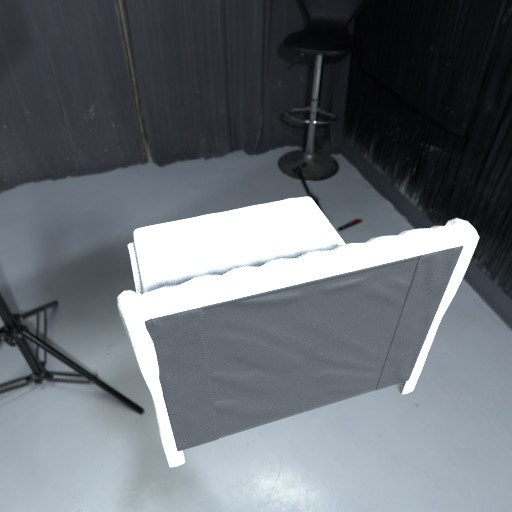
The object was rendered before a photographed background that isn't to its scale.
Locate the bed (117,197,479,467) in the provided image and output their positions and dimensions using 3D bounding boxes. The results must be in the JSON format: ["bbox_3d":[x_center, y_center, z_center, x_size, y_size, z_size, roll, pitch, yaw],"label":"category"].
[{"bbox_3d":[0.000,0.000,3.860,2.219,1.771,2.347,-12,43,-13],"label":"bed"}]
